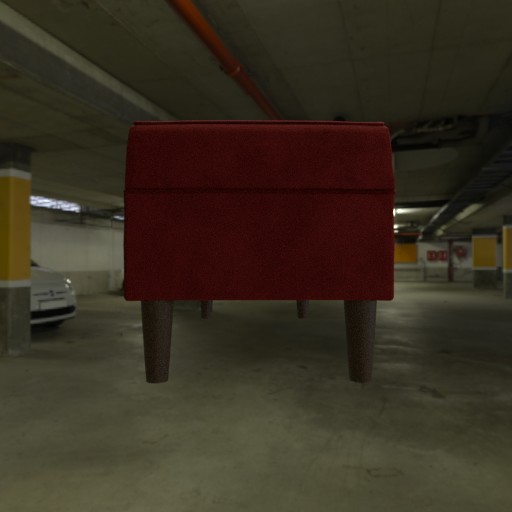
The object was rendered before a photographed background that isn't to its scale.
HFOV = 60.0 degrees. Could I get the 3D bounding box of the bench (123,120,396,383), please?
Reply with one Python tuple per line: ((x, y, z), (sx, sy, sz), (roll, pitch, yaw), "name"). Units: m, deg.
((0.000, 0.000, 1.277), (0.492, 0.471, 1.016), (0, -1, -1), "bench")
